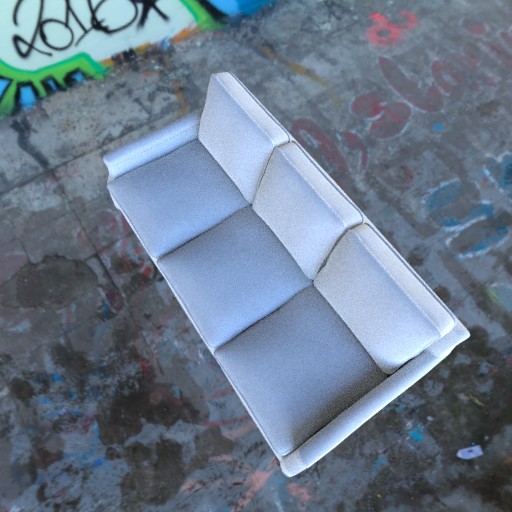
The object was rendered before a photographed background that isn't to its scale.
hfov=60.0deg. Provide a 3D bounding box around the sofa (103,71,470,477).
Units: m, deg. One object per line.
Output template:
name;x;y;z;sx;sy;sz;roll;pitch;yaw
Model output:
sofa;0.000;0.000;2.725;1.084;1.003;2.246;-31;68;-14
